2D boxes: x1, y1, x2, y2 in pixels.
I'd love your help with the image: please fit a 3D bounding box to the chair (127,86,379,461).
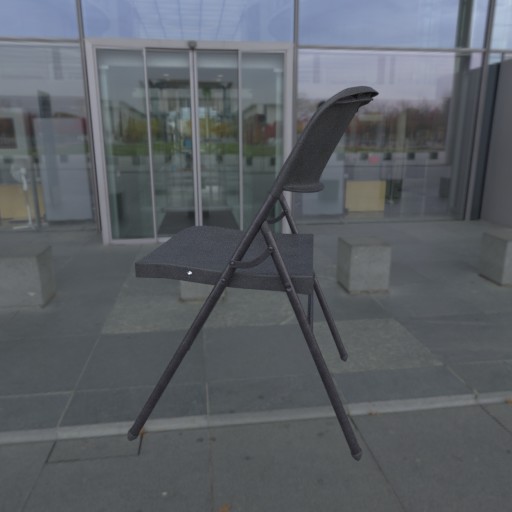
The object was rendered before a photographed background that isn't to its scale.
[{"bbox_3d":[0.000,0.000,1.160,0.567,0.810,0.494,2,15,7],"label":"chair"}]
